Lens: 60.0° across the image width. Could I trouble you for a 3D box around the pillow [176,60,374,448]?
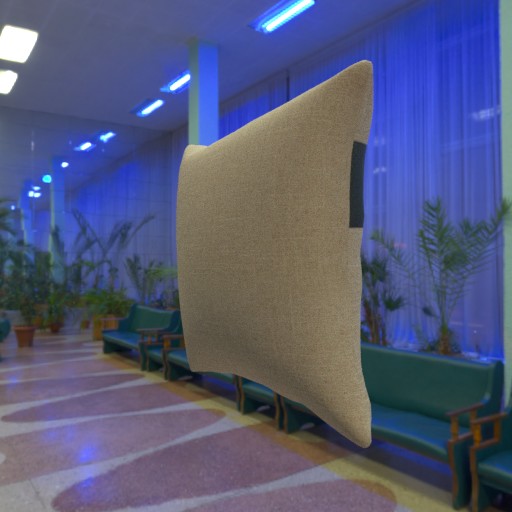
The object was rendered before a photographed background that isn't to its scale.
[{"bbox_3d":[0.000,0.000,0.620,0.173,0.399,0.414,1,-1,-34],"label":"pillow"}]
